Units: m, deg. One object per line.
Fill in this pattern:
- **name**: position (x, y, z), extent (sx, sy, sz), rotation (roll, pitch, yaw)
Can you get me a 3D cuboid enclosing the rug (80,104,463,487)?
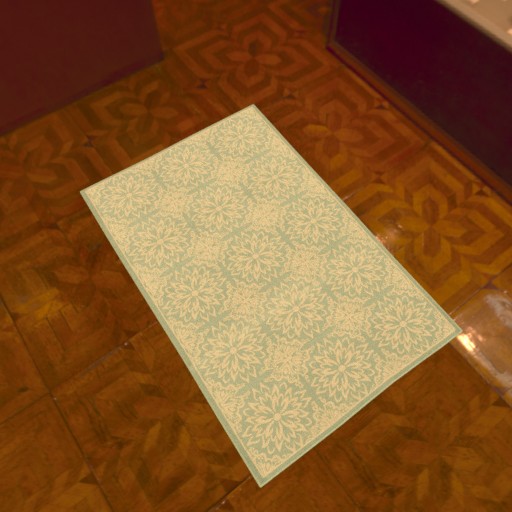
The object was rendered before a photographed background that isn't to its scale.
- **rug**: position (0.000, 0.000, 3.545), extent (1.819, 0.018, 2.746), rotation (-31, 67, -15)
